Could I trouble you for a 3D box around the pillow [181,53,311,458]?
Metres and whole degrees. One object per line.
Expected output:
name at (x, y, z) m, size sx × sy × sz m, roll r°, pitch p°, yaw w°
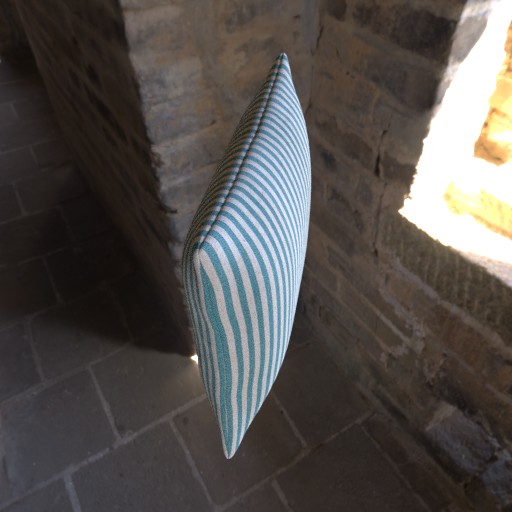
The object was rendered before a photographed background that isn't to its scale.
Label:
pillow at (0.000, 0.000, 0.785) m, size 0.166 × 0.510 × 0.523 m, roll 8°, pitch 46°, yaw 8°
